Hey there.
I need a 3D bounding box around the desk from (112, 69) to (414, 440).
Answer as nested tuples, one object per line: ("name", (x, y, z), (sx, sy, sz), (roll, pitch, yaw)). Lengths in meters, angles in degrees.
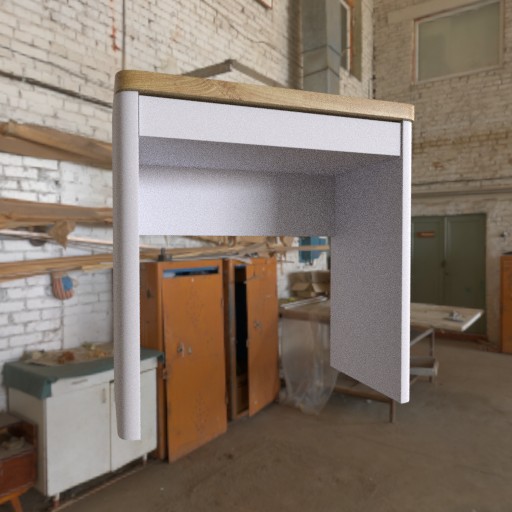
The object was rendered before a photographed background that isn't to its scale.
("desk", (0.000, 0.000, 1.249), (0.760, 0.790, 0.440), (0, 1, -19))
